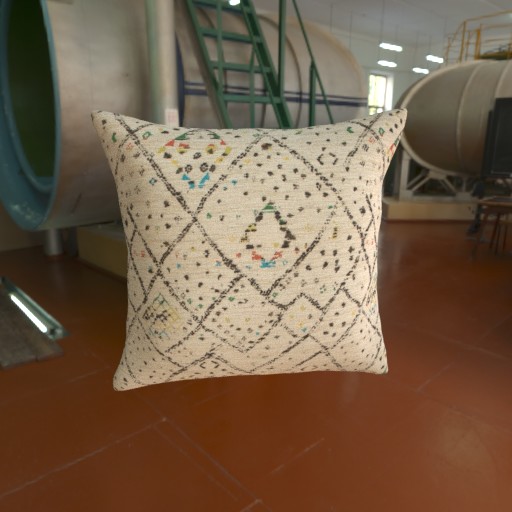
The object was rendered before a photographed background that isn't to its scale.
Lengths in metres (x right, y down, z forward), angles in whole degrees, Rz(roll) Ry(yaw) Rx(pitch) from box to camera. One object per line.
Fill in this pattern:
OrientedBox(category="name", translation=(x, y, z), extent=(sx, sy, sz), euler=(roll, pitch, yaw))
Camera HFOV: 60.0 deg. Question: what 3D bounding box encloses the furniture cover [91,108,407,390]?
OrientedBox(category="furniture cover", translation=(0.000, 0.000, 0.782), extent=(0.525, 0.498, 0.180), euler=(-2, 16, -7))
